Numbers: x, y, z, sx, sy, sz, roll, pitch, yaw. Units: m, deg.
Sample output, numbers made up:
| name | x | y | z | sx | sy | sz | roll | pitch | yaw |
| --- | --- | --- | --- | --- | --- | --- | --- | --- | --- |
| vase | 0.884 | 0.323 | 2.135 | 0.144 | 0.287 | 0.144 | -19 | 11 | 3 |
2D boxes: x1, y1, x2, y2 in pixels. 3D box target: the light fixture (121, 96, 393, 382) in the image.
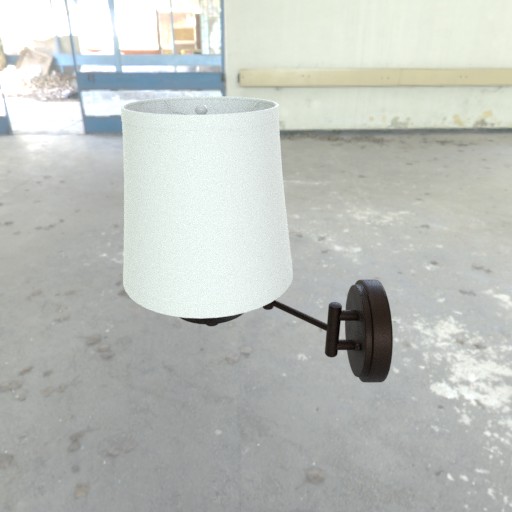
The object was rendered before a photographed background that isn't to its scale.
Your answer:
| name | x | y | z | sx | sy | sz | roll | pitch | yaw |
| --- | --- | --- | --- | --- | --- | --- | --- | --- | --- |
| light fixture | 0.000 | 0.000 | 0.263 | 0.157 | 0.172 | 0.100 | 0 | 25 | 0 |
